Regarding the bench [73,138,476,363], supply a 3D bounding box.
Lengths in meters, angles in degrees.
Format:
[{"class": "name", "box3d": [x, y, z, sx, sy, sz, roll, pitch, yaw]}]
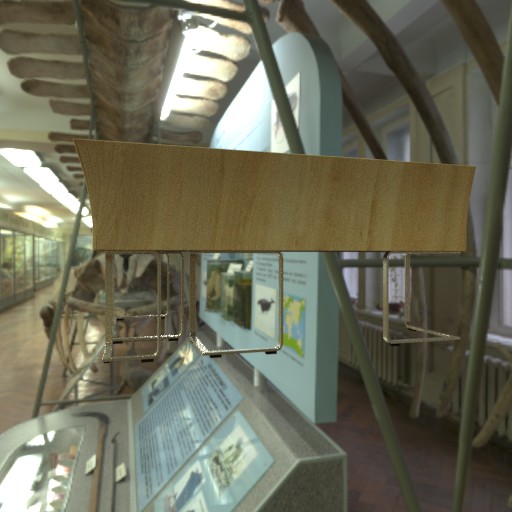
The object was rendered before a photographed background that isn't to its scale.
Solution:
[{"class": "bench", "box3d": [0.000, 0.000, 2.743, 1.945, 0.930, 1.495, 0, 0, -16]}]
